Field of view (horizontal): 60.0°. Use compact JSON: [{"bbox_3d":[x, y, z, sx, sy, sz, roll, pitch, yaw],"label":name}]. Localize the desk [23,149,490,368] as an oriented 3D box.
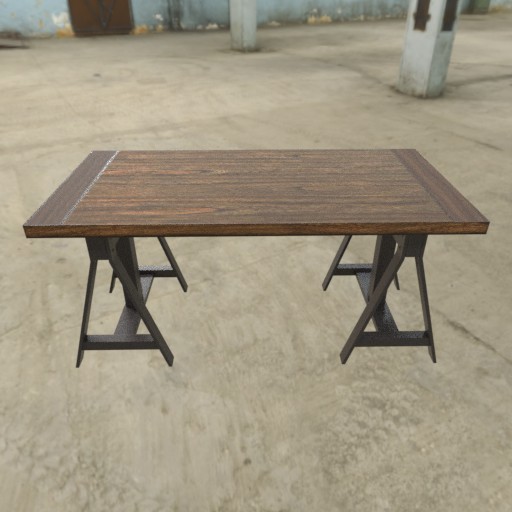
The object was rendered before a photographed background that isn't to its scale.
[{"bbox_3d":[0.000,0.000,1.967,1.543,0.725,0.784,-1,31,-1],"label":"desk"}]
